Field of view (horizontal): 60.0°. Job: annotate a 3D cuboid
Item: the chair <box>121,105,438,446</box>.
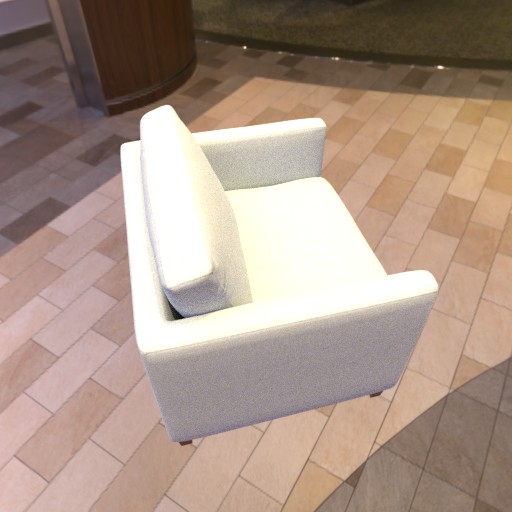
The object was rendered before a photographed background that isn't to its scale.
[{"bbox_3d":[0.000,0.000,1.822,0.953,0.961,1.107,-11,47,-10],"label":"chair"}]
